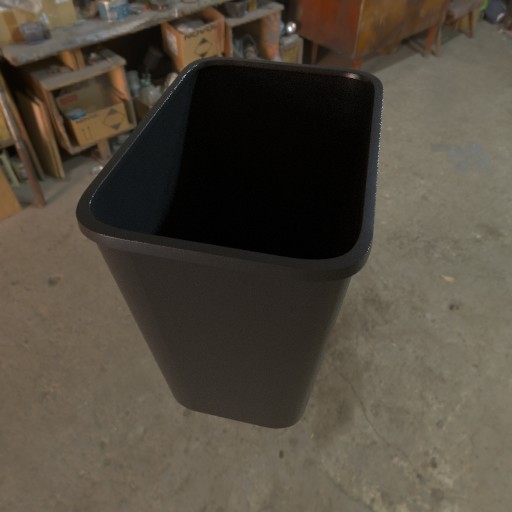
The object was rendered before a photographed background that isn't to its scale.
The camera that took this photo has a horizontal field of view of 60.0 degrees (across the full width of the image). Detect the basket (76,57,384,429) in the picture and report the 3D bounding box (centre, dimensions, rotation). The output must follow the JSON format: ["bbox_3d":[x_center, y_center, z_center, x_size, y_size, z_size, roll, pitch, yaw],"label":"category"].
[{"bbox_3d":[0.000,0.000,0.493,0.211,0.307,0.300,9,47,9],"label":"basket"}]
